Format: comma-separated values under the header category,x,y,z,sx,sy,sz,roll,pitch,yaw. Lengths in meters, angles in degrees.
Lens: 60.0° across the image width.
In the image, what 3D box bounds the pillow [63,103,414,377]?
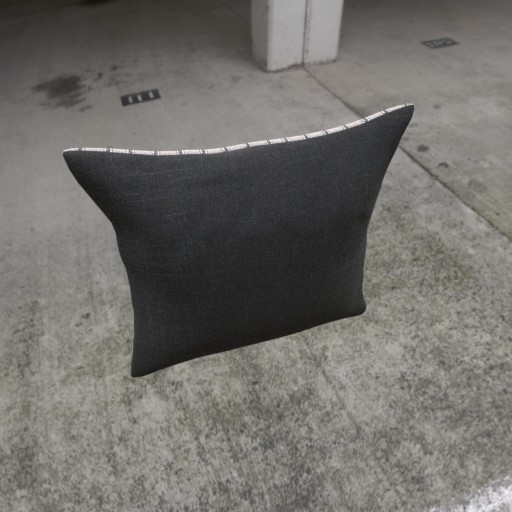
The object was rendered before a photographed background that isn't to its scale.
category,x,y,z,sx,sy,sz,roll,pitch,yaw
pillow,0.000,0.000,0.699,0.468,0.444,0.138,-13,43,-14
